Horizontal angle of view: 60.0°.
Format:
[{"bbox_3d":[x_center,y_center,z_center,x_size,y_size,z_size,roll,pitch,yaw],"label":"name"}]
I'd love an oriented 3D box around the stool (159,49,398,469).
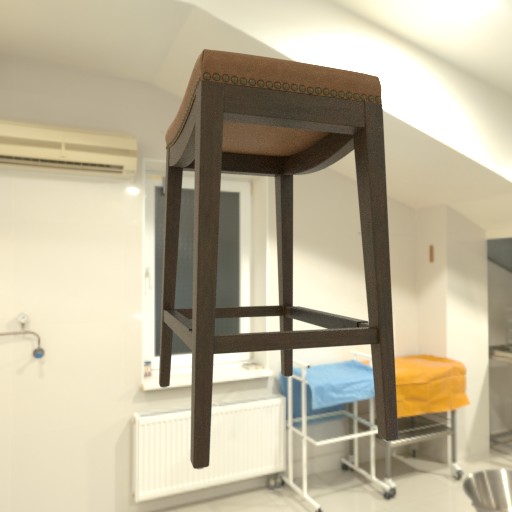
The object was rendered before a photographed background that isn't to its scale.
[{"bbox_3d":[0.000,0.000,0.962,0.361,0.660,0.500,0,-1,-18],"label":"stool"}]
